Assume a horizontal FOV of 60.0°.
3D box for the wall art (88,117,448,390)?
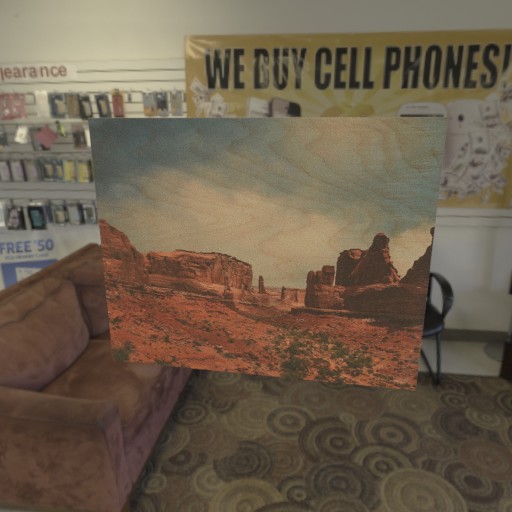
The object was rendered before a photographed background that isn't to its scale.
[{"bbox_3d":[0.000,0.000,0.682,0.508,0.406,0.013,3,17,10],"label":"wall art"}]
